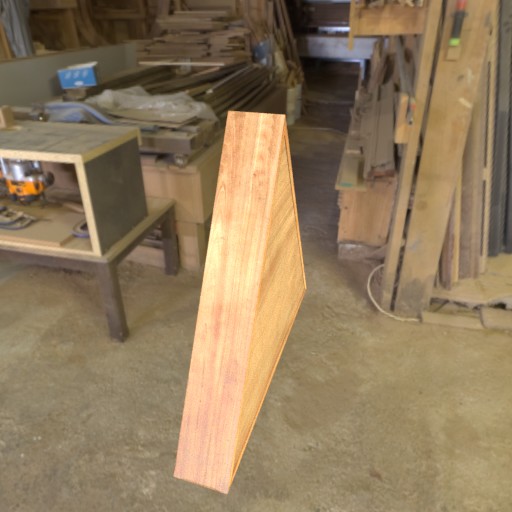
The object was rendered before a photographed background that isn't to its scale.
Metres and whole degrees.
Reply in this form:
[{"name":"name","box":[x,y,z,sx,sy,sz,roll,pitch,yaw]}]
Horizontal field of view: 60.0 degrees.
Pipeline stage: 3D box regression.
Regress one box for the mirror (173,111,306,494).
[{"name":"mirror","box":[0.000,0.000,0.871,0.100,0.548,0.631,9,31,15]}]
